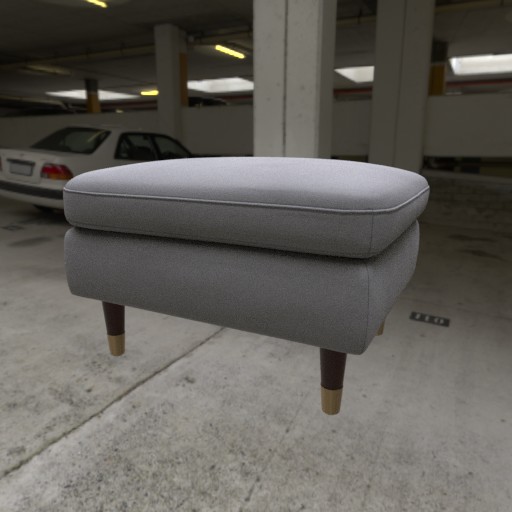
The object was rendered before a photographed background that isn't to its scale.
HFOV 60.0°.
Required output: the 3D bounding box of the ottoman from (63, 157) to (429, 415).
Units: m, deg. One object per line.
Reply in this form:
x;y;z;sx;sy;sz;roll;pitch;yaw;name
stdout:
0.000;0.000;1.099;0.747;0.478;0.593;7;15;26;ottoman
